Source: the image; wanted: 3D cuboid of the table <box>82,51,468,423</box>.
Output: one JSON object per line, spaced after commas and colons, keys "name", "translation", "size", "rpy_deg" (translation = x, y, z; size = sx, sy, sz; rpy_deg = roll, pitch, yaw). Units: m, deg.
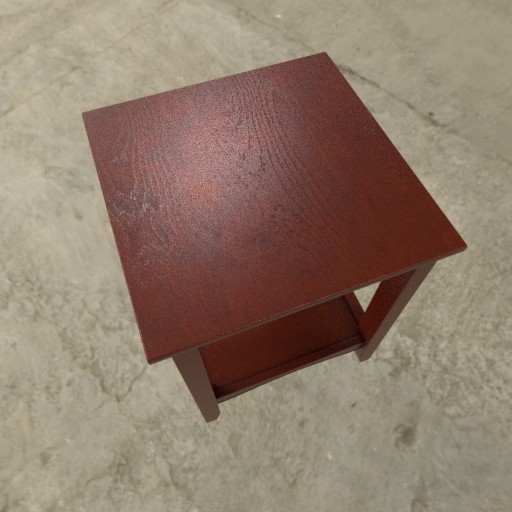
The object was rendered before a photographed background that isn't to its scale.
{"name": "table", "translation": [0.000, 0.000, 0.987], "size": [0.522, 0.558, 0.523], "rpy_deg": [-16, 61, -9]}
